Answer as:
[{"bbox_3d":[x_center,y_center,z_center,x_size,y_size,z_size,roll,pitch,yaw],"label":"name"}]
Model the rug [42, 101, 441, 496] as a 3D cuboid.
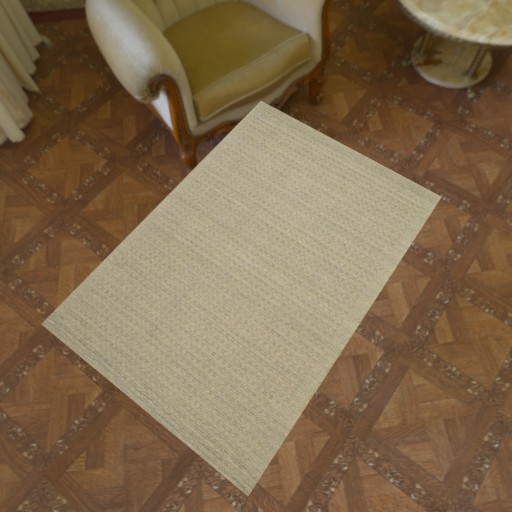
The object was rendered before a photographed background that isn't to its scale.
[{"bbox_3d":[0.000,0.000,3.678,1.981,0.006,2.895,33,68,15],"label":"rug"}]
